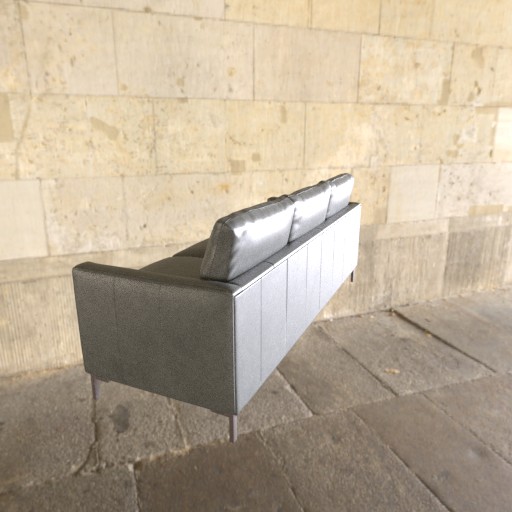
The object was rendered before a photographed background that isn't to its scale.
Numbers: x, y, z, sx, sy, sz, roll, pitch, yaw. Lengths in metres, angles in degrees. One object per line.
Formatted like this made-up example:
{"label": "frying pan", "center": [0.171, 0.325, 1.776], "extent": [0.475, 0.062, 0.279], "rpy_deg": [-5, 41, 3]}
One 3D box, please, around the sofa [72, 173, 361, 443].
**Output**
{"label": "sofa", "center": [0.000, 0.000, 2.475], "extent": [0.748, 0.805, 2.029], "rpy_deg": [7, 17, 23]}
